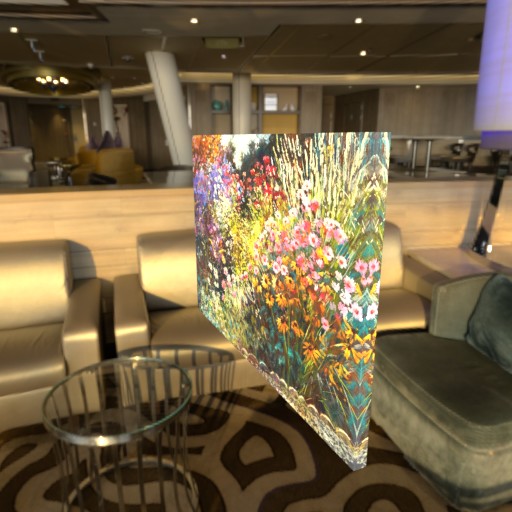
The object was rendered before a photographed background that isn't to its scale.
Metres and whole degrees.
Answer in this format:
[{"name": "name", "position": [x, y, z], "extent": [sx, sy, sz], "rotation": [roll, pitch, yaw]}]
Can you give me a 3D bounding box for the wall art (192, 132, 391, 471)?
[{"name": "wall art", "position": [0.000, 0.000, 1.436], "extent": [0.042, 0.760, 1.136], "rotation": [-7, 16, -25]}]
